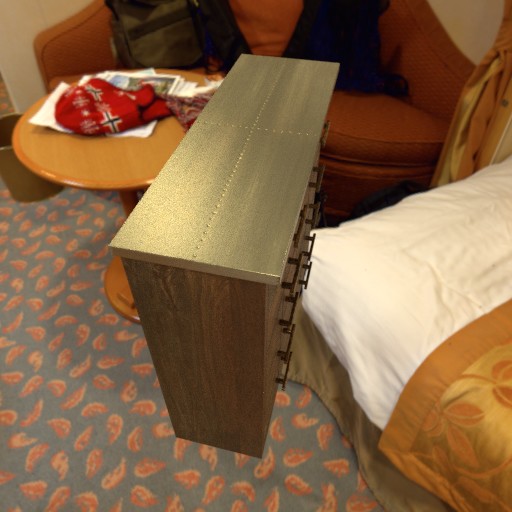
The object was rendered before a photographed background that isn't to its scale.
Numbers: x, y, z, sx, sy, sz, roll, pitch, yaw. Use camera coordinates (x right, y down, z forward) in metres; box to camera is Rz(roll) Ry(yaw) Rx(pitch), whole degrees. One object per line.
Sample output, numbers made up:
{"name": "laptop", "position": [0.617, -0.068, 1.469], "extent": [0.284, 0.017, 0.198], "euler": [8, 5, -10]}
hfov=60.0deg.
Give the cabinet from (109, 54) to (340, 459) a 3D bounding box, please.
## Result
{"name": "cabinet", "position": [0.000, 0.000, 1.468], "extent": [0.338, 0.919, 0.968], "euler": [10, 46, 10]}
